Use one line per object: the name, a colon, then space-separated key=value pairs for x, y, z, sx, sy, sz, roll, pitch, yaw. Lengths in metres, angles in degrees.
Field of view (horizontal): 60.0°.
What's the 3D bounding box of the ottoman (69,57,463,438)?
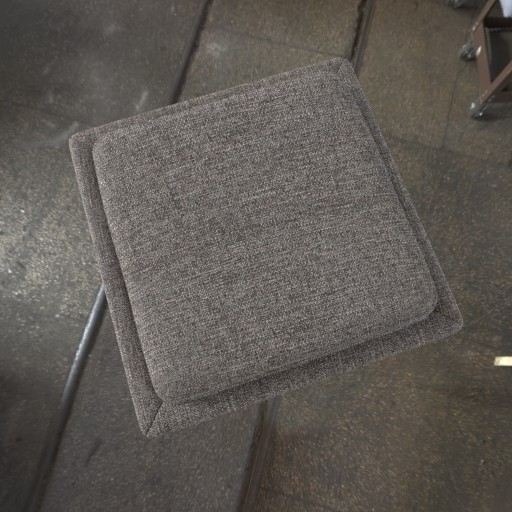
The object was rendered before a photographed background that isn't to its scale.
ottoman: x=0.000 y=0.000 z=0.788 sx=0.450 sy=0.460 sz=0.450 roll=-18 pitch=77 yaw=-4
